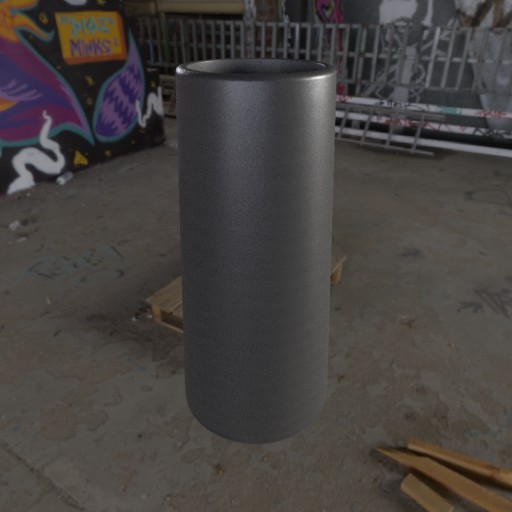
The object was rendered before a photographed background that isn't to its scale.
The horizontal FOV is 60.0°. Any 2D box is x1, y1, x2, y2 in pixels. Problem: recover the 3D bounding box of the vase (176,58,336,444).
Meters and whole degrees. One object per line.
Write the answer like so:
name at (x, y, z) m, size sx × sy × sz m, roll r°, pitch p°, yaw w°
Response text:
vase at (0.000, 0.000, 0.363) m, size 0.136 × 0.289 × 0.136 m, roll -21°, pitch 35°, yaw -32°
